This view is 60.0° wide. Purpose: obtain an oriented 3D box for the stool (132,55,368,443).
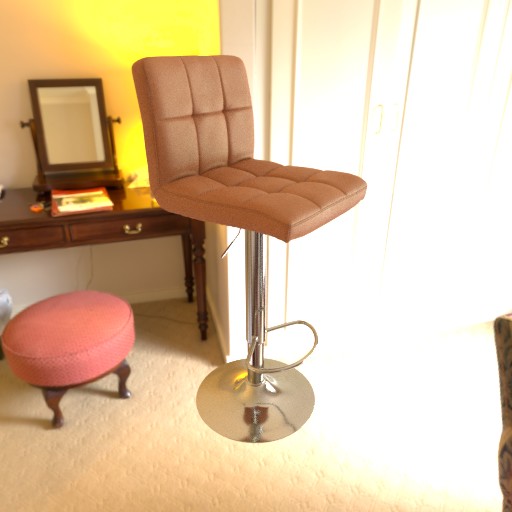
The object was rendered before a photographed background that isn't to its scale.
[{"bbox_3d":[0.000,0.000,1.354,0.505,1.115,0.430,18,30,33],"label":"stool"}]
